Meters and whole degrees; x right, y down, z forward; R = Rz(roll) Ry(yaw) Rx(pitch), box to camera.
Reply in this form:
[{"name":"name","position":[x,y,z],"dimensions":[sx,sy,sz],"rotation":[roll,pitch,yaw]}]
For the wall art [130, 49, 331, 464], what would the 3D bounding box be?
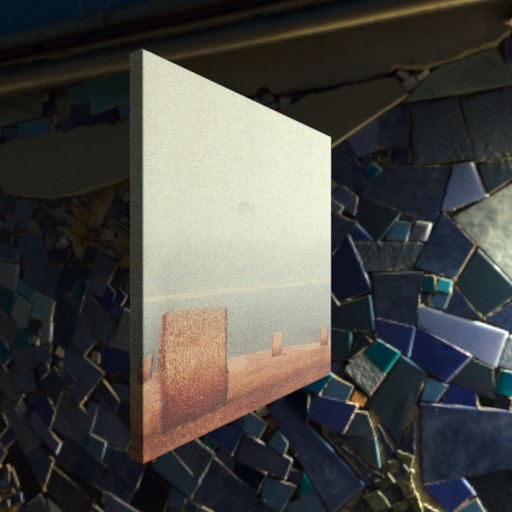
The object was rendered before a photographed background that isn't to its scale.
[{"name":"wall art","position":[0.000,0.000,0.898],"dimensions":[0.034,0.605,0.605],"rotation":[0,0,36]}]
